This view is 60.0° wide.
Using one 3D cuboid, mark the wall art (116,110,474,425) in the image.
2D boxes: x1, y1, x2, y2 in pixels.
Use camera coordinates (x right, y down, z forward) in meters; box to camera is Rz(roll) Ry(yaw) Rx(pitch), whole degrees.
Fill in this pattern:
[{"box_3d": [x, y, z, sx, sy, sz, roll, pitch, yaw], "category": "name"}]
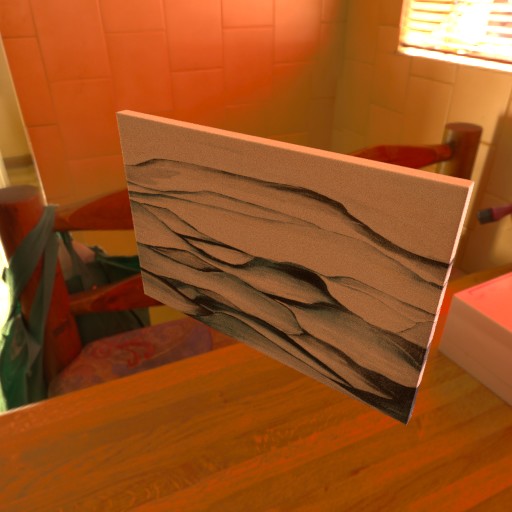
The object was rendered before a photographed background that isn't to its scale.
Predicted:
[{"box_3d": [0.000, 0.000, 1.146, 0.914, 0.609, 0.039, 20, 37, 30], "category": "wall art"}]
